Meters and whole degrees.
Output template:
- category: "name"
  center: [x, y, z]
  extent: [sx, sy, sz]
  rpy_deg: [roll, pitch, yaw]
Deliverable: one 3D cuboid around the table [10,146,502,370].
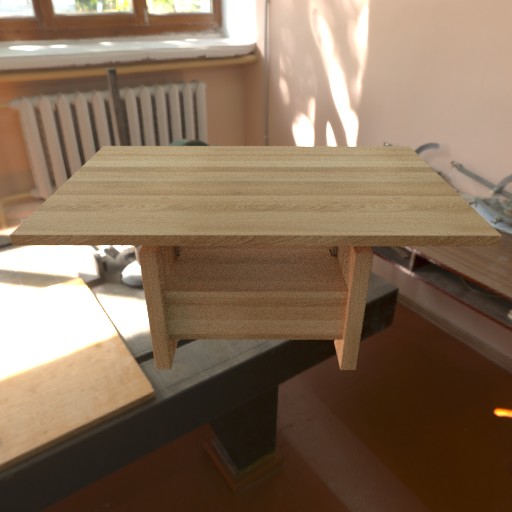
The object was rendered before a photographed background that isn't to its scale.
- category: "table"
  center: [0.000, 0.000, 1.419]
  extent: [1.100, 0.510, 0.700]
  rpy_deg: [0, 30, 0]
